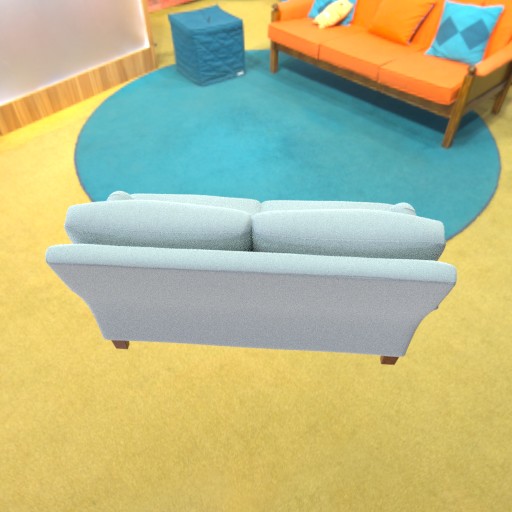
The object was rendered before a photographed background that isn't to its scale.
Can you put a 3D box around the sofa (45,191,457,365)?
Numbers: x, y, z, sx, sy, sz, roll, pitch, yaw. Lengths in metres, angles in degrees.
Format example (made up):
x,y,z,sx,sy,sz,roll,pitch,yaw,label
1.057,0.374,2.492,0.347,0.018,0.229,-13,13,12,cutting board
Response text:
x,y,z,sx,sy,sz,roll,pitch,yaw,label
0.000,0.000,2.571,1.853,1.101,1.084,3,45,3,sofa
